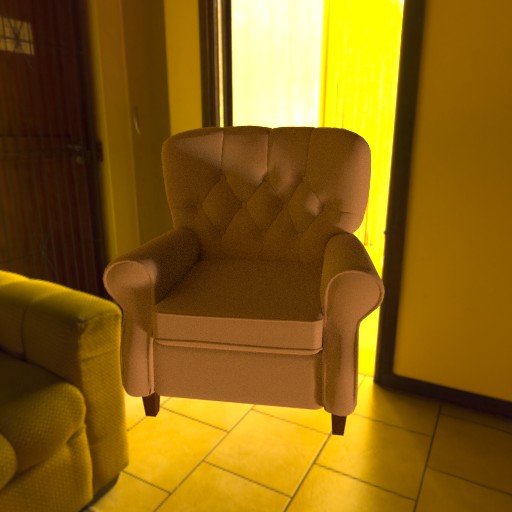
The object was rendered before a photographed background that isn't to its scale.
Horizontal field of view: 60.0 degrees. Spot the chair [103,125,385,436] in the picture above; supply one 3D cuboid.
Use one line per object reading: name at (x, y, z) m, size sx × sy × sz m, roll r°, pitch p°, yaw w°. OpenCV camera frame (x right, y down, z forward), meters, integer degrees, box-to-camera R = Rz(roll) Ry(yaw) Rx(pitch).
chair at (0.000, 0.000, 2.037) m, size 1.035 × 1.169 × 1.132 m, roll 2°, pitch 16°, yaw 8°
